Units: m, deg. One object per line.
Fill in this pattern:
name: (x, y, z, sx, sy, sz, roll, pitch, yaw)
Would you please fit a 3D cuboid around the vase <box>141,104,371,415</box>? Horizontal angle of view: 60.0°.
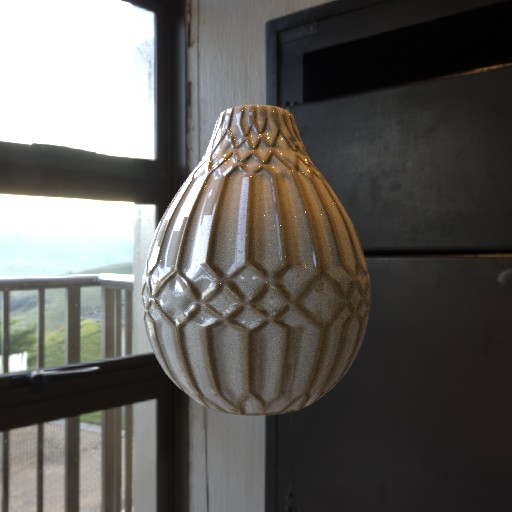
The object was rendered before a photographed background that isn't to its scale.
vase: (0.000, 0.000, 0.317, 0.159, 0.200, 0.159, 0, 0, 0)
